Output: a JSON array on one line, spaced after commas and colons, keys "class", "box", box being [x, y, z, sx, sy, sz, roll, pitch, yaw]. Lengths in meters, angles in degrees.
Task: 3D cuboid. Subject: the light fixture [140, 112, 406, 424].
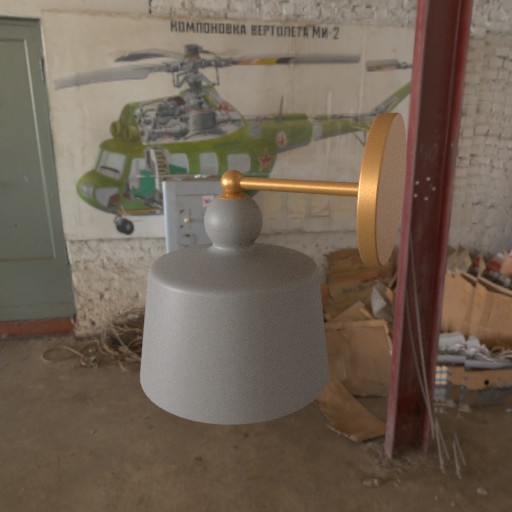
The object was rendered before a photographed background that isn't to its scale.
[{"class": "light fixture", "box": [0.000, 0.000, 0.442, 0.254, 0.268, 0.204, 8, 18, 25]}]
